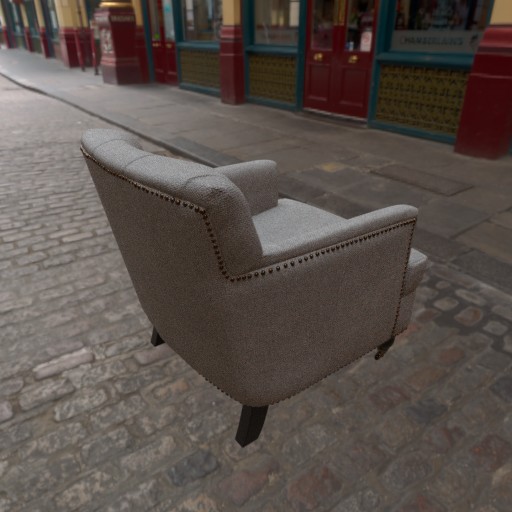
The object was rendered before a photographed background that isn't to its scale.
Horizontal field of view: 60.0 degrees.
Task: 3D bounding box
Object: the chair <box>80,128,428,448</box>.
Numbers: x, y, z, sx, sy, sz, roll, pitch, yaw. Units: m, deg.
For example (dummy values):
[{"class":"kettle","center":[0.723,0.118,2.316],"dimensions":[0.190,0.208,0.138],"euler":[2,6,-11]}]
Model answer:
[{"class":"chair","center":[0.000,0.000,1.465],"dimensions":[0.902,0.823,0.737],"euler":[-19,32,-33]}]
